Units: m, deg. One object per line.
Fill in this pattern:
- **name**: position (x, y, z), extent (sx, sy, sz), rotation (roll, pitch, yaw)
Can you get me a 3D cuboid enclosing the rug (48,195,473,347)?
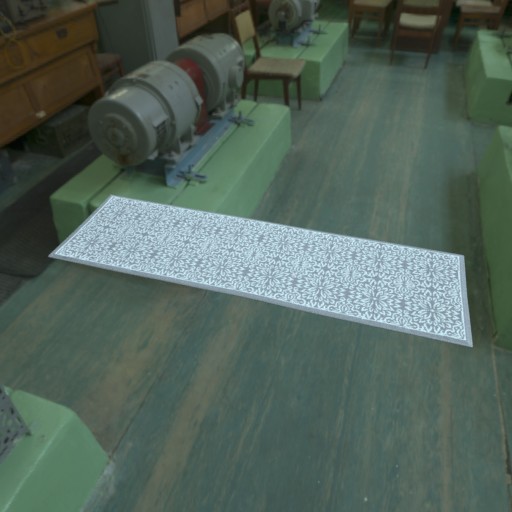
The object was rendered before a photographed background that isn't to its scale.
- **rug**: position (0.000, 0.000, 2.441), extent (2.196, 0.011, 0.662), rotation (11, 41, 13)
